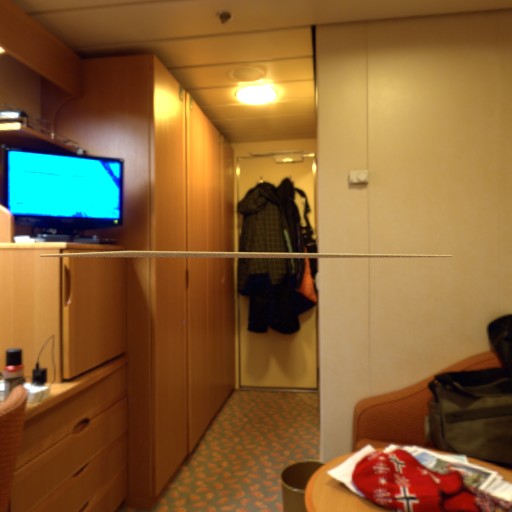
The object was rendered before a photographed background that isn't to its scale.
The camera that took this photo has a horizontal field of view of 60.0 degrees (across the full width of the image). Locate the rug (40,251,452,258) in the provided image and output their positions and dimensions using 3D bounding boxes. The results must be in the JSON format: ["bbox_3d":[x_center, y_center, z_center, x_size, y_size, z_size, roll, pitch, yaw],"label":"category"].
[{"bbox_3d":[0.000,0.000,3.062,2.441,0.014,1.531,0,-1,-38],"label":"rug"}]
